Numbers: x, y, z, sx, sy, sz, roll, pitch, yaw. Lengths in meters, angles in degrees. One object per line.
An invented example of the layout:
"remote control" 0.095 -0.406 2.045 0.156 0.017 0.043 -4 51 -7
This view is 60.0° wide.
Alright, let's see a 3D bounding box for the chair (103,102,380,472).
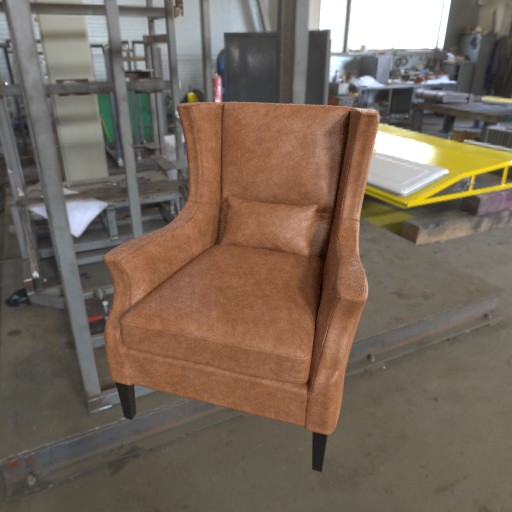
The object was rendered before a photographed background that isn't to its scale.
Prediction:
"chair" 0.000 0.000 1.649 0.853 1.016 0.926 8 27 16
